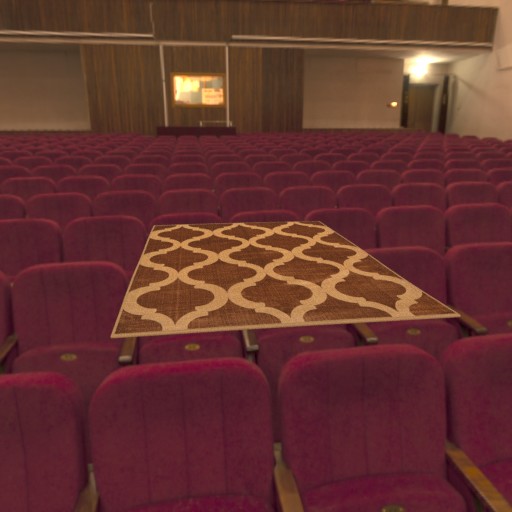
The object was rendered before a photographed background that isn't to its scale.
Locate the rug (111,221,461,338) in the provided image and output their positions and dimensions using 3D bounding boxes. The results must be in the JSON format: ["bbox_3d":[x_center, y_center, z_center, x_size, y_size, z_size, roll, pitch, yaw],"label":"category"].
[{"bbox_3d":[0.000,0.000,2.967,1.526,0.014,2.290,-2,15,-8],"label":"rug"}]
